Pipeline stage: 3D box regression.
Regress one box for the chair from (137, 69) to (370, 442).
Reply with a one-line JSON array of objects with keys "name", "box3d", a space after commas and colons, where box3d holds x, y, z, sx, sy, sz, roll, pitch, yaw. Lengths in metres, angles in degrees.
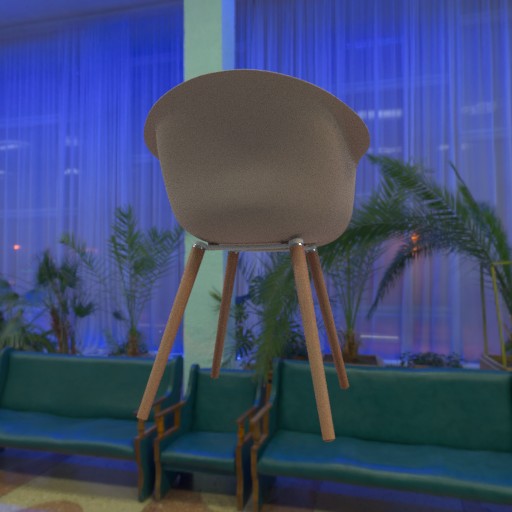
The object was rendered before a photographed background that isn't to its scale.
[{"name": "chair", "box3d": [0.000, 0.000, 1.178, 0.593, 0.781, 0.504, -1, -2, 17]}]
